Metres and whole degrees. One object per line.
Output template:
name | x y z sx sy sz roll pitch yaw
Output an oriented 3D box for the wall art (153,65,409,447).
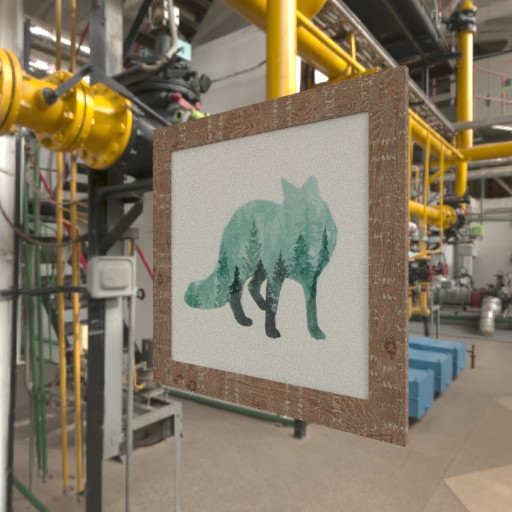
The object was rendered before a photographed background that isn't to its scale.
wall art | 0.000 0.000 0.565 0.384 0.384 0.012 0 0 37
